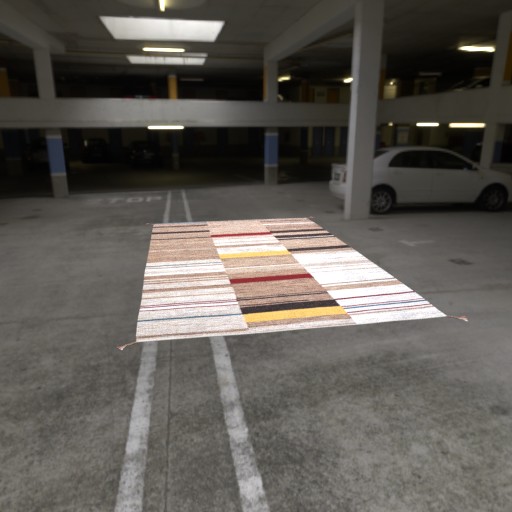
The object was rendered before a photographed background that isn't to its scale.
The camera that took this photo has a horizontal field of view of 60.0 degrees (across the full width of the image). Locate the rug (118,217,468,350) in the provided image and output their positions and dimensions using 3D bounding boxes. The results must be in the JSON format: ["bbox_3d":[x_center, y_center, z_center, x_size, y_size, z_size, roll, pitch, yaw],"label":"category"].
[{"bbox_3d":[0.000,0.000,2.418,1.268,0.007,1.918,-3,17,-10],"label":"rug"}]
